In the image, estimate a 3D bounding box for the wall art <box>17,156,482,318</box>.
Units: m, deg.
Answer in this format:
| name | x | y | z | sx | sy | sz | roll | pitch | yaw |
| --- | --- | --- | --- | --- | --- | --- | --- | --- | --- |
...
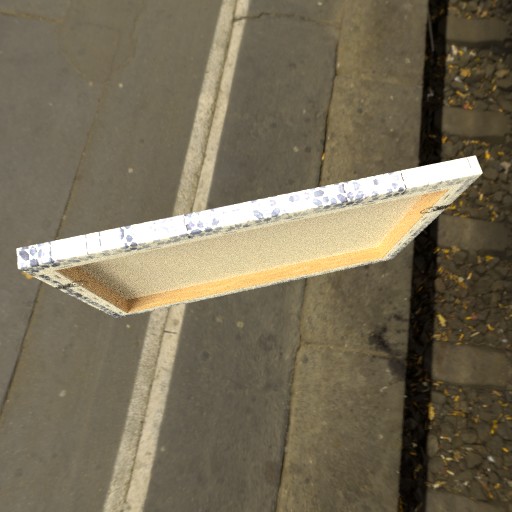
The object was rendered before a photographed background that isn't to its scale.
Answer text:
| name | x | y | z | sx | sy | sz | roll | pitch | yaw |
| --- | --- | --- | --- | --- | --- | --- | --- | --- | --- |
| wall art | 0.000 | 0.000 | 0.763 | 0.608 | 0.406 | 0.030 | -12 | 74 | -4 |
